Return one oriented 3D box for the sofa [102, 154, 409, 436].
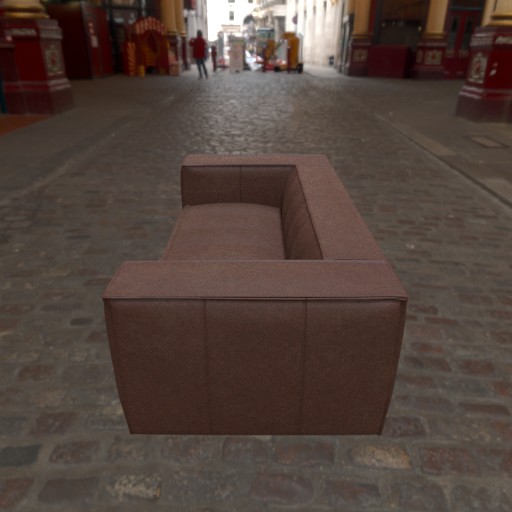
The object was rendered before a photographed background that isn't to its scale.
[{"bbox_3d":[0.000,0.000,2.538,1.102,0.703,2.088,0,26,0],"label":"sofa"}]
